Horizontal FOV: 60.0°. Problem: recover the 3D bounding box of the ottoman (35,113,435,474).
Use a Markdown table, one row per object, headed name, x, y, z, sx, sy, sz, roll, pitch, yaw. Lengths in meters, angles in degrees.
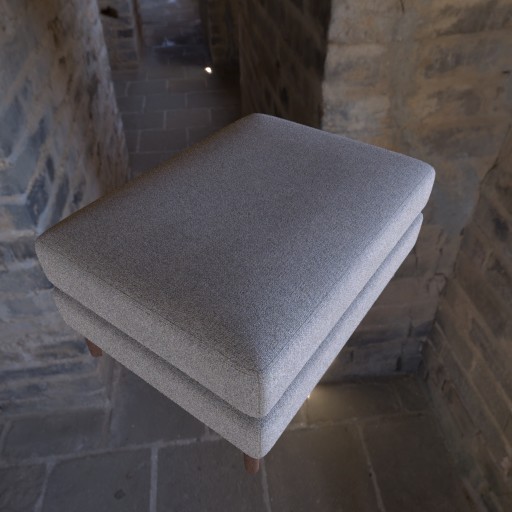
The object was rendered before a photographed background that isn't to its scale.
| name | x | y | z | sx | sy | sz | roll | pitch | yaw |
| --- | --- | --- | --- | --- | --- | --- | --- | --- | --- |
| ottoman | 0.000 | 0.000 | 1.163 | 0.611 | 0.441 | 0.821 | 25 | 47 | 26 |
